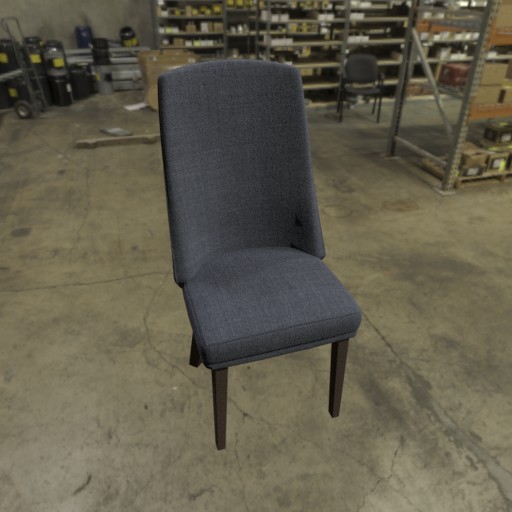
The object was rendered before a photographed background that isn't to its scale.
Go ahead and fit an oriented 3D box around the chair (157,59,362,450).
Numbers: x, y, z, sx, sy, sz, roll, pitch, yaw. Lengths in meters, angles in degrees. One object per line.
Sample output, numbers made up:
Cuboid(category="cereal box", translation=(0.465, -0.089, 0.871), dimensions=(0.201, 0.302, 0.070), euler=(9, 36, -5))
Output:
Cuboid(category="chair", translation=(0.000, 0.000, 1.374), dimensions=(0.510, 1.050, 0.577), euler=(-10, 33, -15))
